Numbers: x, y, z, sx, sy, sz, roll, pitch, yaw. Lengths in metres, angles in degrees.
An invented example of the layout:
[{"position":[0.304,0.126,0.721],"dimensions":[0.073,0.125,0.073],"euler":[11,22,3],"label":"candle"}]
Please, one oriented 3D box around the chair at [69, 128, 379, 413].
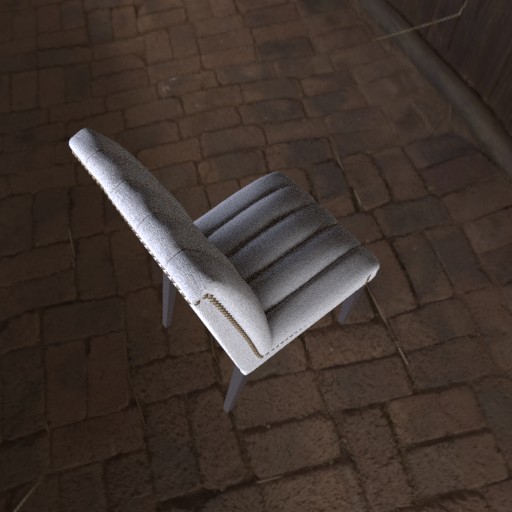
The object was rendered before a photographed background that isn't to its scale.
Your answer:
[{"position":[0.000,0.000,1.357],"dimensions":[0.647,1.016,0.511],"euler":[-34,65,-18],"label":"chair"}]
